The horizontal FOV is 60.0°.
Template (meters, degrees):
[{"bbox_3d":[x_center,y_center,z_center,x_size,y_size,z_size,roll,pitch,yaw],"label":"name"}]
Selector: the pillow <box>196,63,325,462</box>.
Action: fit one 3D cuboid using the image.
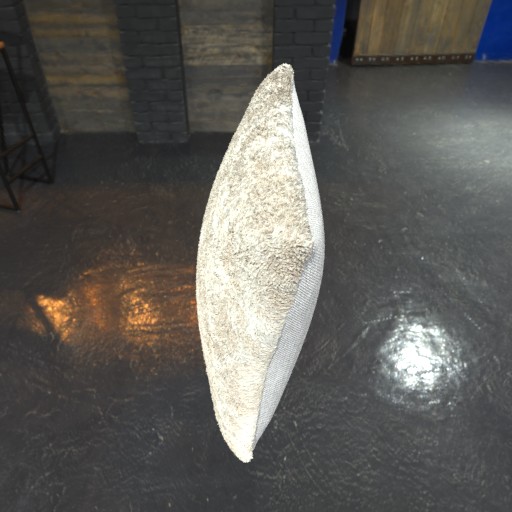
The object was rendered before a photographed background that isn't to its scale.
[{"bbox_3d":[0.000,0.000,0.803,0.218,0.515,0.529,0,41,0],"label":"pillow"}]
